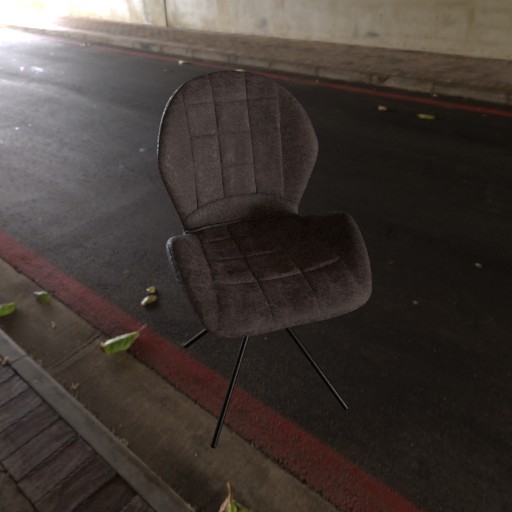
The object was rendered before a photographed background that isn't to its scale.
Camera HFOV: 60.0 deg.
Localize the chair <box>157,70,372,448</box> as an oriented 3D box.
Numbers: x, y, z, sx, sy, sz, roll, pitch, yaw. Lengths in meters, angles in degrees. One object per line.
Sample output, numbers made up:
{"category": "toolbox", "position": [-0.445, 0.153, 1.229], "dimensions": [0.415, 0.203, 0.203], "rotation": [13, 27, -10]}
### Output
{"category": "chair", "position": [0.000, 0.000, 1.316], "dimensions": [0.527, 0.934, 0.640], "rotation": [-10, 34, -15]}
